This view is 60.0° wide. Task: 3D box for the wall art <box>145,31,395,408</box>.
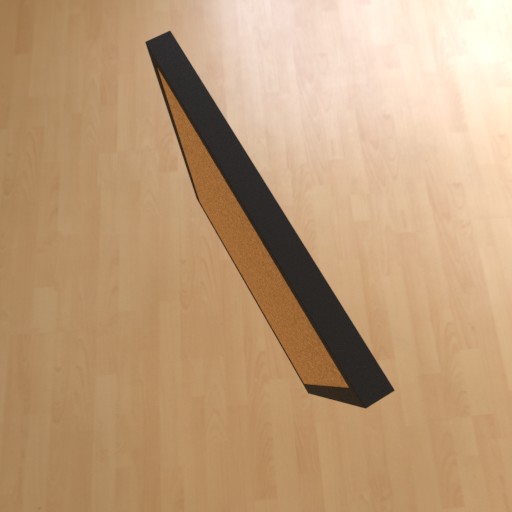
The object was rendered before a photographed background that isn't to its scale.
[{"bbox_3d":[0.000,0.000,0.747,0.036,0.503,0.506,-29,76,-8],"label":"wall art"}]
